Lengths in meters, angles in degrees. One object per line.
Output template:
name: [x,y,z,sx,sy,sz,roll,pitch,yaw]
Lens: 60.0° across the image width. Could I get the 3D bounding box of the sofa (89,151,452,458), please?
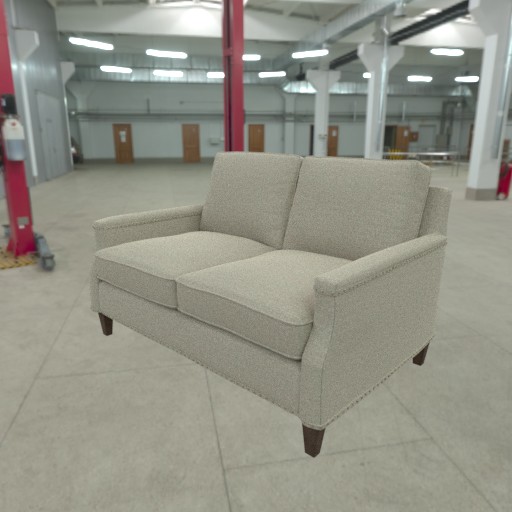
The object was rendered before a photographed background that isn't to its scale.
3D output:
sofa: [0.000,0.000,2.265,1.597,1.003,1.084,14,20,41]
